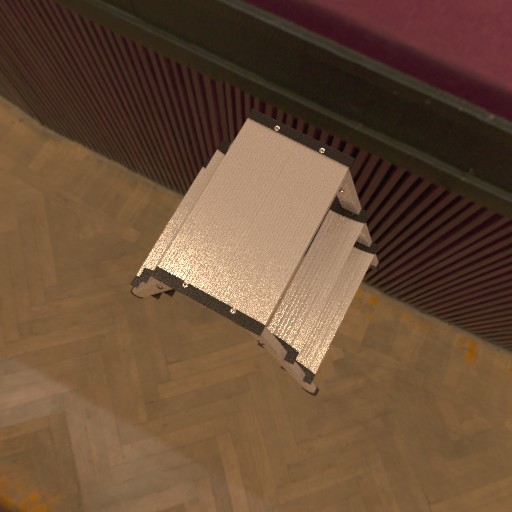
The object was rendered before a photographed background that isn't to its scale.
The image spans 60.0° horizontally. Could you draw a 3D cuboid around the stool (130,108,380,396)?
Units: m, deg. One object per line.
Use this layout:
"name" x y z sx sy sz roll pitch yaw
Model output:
"stool" 0.000 0.000 1.038 0.622 0.605 0.437 28 78 6
